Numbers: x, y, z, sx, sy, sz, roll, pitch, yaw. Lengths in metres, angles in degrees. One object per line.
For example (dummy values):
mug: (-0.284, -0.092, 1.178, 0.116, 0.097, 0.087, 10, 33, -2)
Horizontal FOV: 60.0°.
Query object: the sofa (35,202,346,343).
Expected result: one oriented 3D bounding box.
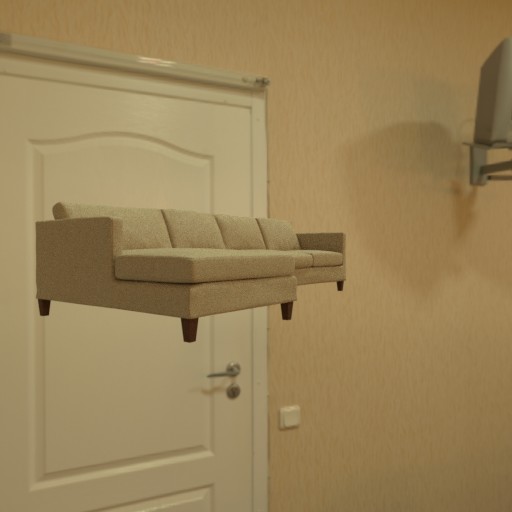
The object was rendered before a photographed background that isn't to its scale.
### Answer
sofa: (0.000, 0.000, 3.979, 1.625, 0.846, 3.186, 1, 1, 37)
